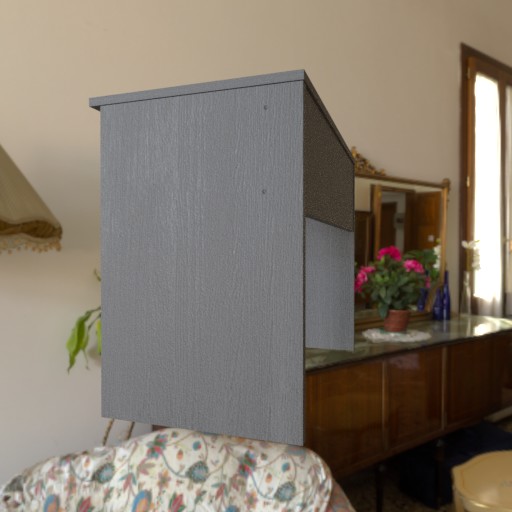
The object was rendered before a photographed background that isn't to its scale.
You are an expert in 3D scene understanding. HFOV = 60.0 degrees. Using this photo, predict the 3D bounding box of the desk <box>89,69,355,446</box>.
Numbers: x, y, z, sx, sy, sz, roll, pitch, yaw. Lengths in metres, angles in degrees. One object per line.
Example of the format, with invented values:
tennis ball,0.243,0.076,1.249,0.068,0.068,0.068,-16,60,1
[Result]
desk,0.000,0.000,1.352,0.498,0.724,0.893,0,1,19
